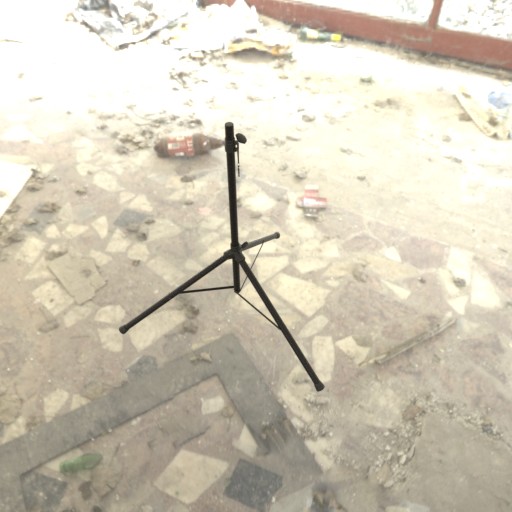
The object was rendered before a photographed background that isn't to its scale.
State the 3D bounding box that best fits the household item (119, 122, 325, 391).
[{"bbox_3d":[0.000,0.000,2.732,1.596,1.595,1.339,-31,54,-26],"label":"household item"}]
